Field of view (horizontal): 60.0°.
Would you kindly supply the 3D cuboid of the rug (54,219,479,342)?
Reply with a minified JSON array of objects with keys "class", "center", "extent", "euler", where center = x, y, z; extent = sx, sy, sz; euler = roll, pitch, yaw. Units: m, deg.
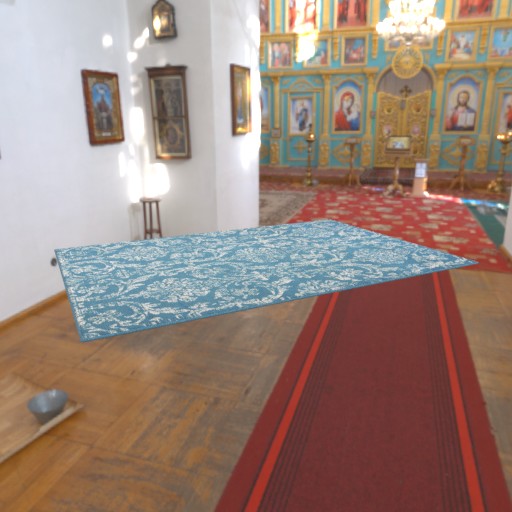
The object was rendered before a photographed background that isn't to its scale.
[{"class":"rug","center":[0.000,0.000,3.422],"extent":[2.746,0.018,1.816],"euler":[-8,18,-26]}]
